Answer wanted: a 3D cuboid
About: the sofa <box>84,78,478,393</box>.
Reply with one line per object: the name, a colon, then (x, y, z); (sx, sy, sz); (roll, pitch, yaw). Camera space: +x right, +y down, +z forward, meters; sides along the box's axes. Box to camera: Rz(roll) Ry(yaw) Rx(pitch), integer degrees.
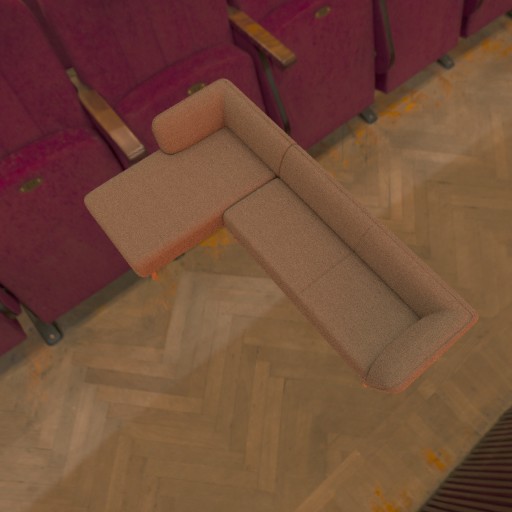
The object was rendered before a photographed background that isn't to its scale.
sofa: (0.000, 0.000, 3.277); (1.532, 0.693, 2.653); (-36, 69, -16)
